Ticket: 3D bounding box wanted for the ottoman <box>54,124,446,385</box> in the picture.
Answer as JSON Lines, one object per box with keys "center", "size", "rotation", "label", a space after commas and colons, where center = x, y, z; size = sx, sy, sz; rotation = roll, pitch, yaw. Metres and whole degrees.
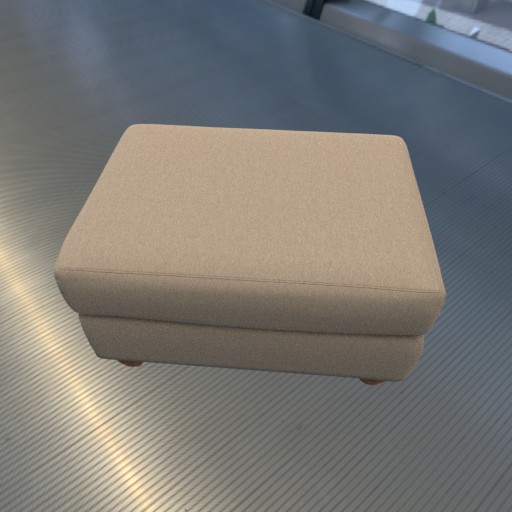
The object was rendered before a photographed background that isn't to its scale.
{"center": [0.000, 0.000, 1.154], "size": [0.773, 0.497, 0.574], "rotation": [3, 46, 3], "label": "ottoman"}
